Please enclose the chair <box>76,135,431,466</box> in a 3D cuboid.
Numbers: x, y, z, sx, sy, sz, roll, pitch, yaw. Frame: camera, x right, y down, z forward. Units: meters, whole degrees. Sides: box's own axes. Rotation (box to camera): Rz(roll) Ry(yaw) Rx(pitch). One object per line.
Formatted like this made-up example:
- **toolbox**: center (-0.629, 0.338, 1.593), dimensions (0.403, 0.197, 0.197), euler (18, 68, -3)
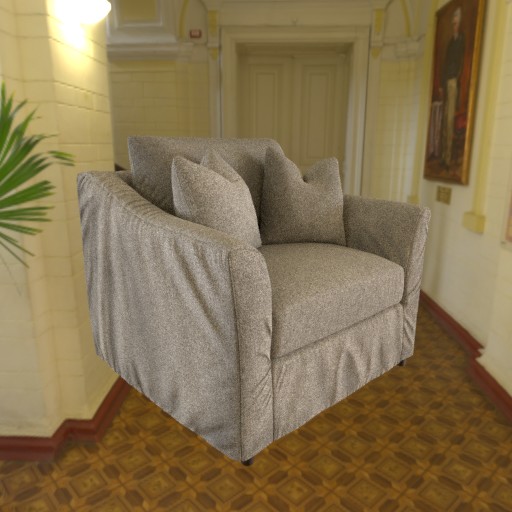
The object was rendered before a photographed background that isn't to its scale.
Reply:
- **chair**: center (0.000, 0.000, 2.016), dimensions (1.194, 1.059, 1.071), euler (-13, 19, -41)
